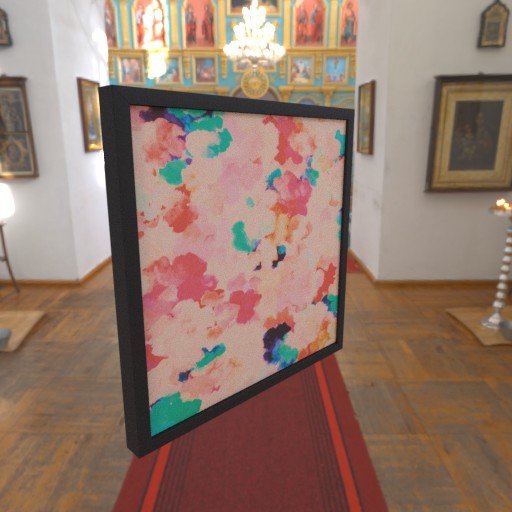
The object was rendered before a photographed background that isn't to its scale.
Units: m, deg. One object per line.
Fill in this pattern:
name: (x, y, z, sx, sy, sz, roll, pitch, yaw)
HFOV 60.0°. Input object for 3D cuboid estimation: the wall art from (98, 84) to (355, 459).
wall art: (0.000, 0.000, 0.759, 0.506, 0.503, 0.036, -13, 19, -43)
